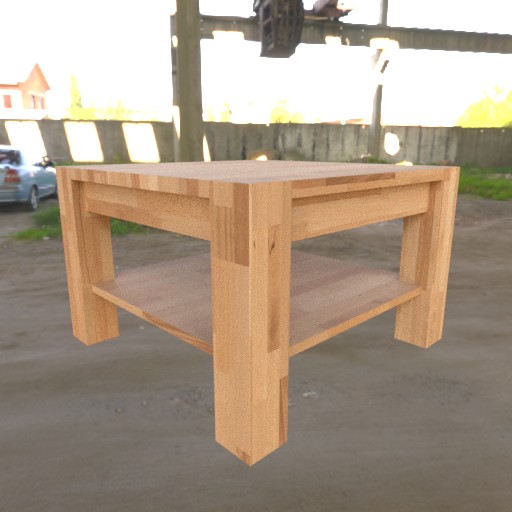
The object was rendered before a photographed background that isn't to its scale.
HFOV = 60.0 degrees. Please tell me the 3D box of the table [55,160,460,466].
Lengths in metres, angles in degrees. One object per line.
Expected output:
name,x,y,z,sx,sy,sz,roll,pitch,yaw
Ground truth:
table,0.000,0.000,1.137,0.700,0.451,0.700,-13,19,-42
